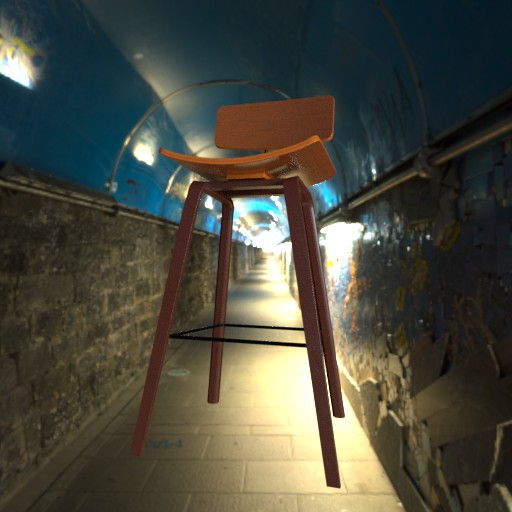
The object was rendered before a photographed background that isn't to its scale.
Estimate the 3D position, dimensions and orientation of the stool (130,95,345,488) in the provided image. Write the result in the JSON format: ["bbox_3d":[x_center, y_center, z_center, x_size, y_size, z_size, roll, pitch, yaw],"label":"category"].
[{"bbox_3d":[0.000,0.000,1.209,0.509,0.969,0.440,0,1,17],"label":"stool"}]
